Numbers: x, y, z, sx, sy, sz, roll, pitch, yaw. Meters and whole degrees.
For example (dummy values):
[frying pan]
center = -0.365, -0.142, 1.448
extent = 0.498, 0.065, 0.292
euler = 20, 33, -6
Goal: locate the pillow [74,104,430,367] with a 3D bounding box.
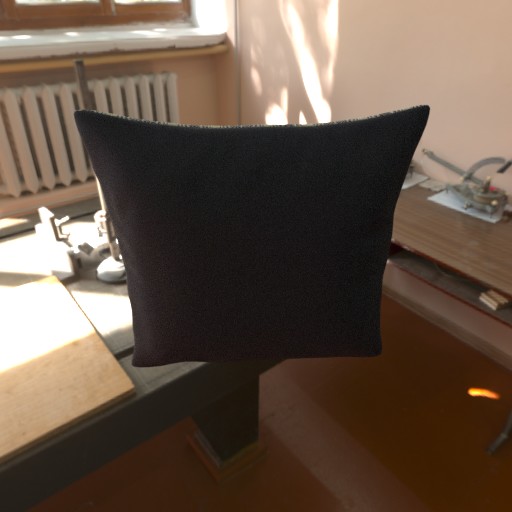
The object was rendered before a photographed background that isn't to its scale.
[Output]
[pillow]
center = 0.000, 0.000, 0.777
extent = 0.520, 0.508, 0.166
euler = -2, 31, -3
